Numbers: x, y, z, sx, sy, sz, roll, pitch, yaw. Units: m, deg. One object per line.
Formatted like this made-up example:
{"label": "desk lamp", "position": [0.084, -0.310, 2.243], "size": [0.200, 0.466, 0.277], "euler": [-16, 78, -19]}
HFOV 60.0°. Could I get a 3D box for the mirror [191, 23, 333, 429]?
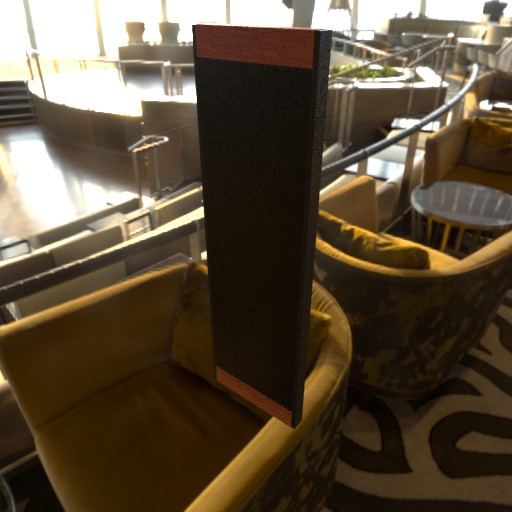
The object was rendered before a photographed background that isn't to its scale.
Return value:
{"label": "mirror", "position": [0.000, 0.000, 1.218], "size": [0.343, 1.123, 0.047], "euler": [22, 37, 32]}
